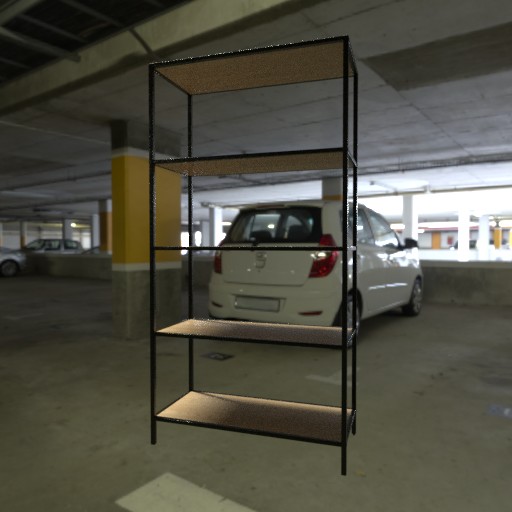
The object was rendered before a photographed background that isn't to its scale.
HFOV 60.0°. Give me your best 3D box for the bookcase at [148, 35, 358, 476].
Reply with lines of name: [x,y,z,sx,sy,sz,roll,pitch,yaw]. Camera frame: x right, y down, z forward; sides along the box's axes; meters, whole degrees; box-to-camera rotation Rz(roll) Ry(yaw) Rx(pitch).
bookcase: [0.000,0.000,1.792,0.770,1.500,0.350,0,2,18]
